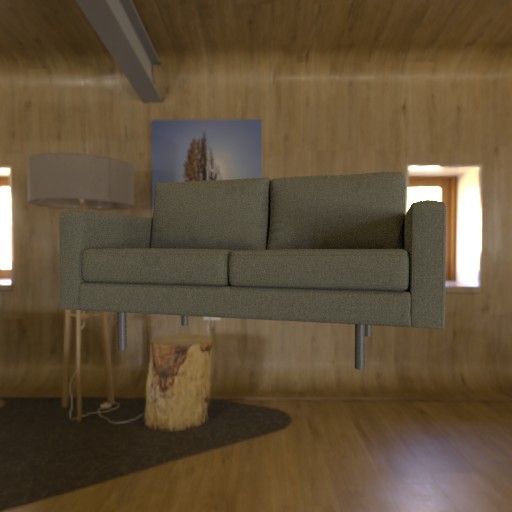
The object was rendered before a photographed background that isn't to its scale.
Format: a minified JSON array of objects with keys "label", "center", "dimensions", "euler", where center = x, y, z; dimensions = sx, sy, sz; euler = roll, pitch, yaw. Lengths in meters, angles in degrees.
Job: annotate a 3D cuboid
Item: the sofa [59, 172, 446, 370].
[{"label":"sofa","center":[0.000,0.000,2.298],"dimensions":[1.730,0.897,0.889],"euler":[0,1,17]}]
